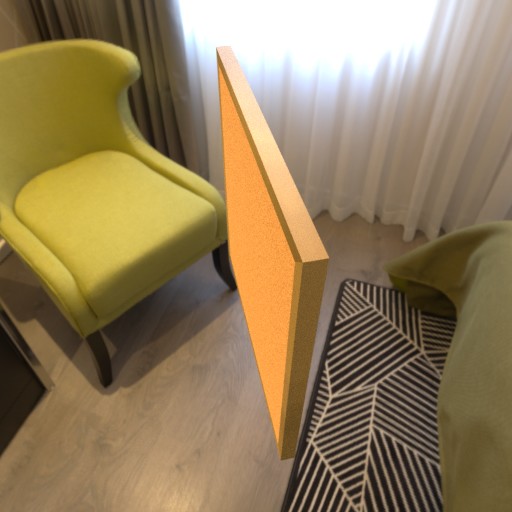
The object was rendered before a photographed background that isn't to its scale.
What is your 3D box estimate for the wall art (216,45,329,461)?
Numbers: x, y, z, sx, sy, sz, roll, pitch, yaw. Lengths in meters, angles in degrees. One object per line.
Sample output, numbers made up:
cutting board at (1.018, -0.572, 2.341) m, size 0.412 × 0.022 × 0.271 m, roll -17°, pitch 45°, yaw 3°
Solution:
wall art at (0.000, 0.000, 1.142) m, size 0.038 × 0.762 × 0.762 m, roll -9°, pitch 47°, yaw -9°
